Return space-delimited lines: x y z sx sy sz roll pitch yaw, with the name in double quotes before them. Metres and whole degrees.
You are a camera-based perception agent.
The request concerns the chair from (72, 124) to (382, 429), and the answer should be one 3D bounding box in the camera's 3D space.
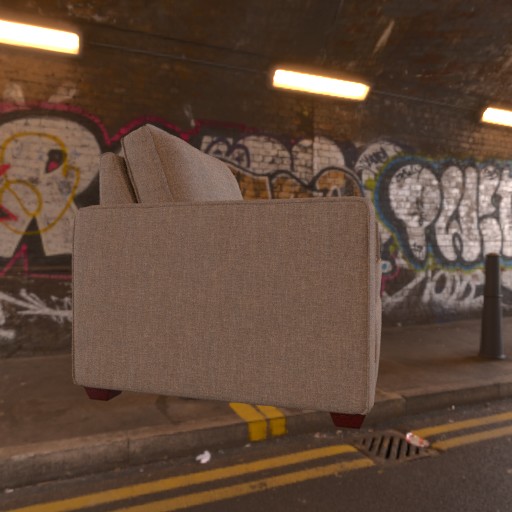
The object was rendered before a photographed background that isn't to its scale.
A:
"chair" 0.000 0.000 1.728 0.940 0.914 1.016 0 1 16
